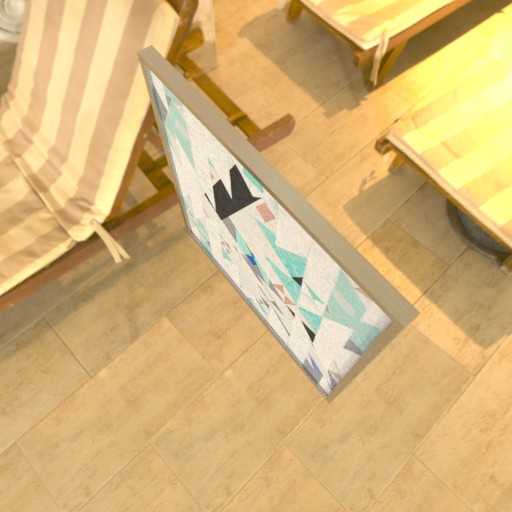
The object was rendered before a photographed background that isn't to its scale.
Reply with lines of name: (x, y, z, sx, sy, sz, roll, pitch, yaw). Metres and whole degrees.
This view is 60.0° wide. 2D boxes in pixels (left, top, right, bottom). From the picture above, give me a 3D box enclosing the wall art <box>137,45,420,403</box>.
wall art: (0.000, 0.000, 1.210, 0.038, 0.806, 0.806, -35, 69, -16)
